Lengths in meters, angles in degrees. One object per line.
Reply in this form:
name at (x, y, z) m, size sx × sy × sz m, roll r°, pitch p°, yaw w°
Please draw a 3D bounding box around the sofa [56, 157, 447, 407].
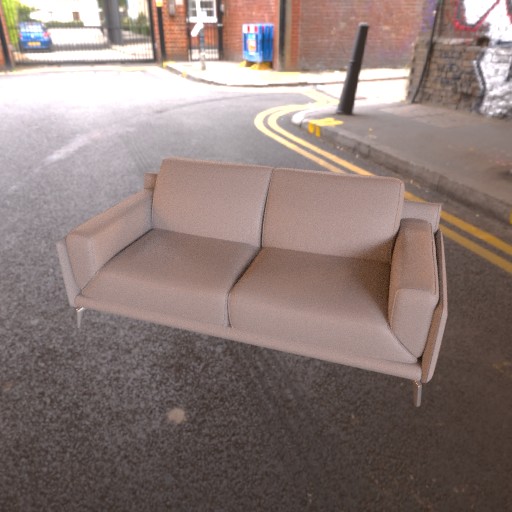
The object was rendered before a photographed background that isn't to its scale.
sofa at (0.000, 0.000, 2.652) m, size 2.101 × 0.930 × 1.049 m, roll 9°, pitch 29°, yaw 16°
